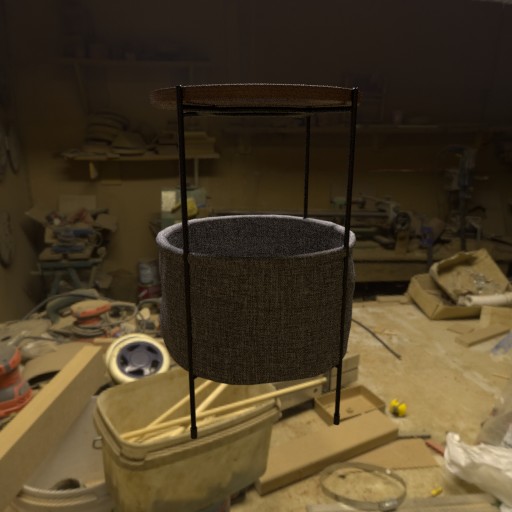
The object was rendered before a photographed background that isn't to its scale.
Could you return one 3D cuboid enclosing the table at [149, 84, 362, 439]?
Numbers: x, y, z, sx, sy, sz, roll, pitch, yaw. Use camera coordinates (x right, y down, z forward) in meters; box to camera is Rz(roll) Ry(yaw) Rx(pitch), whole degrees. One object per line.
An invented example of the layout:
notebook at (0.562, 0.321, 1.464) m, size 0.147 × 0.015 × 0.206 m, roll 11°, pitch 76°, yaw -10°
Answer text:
table at (0.000, 0.000, 0.906) m, size 0.400 × 0.623 × 0.400 m, roll -2°, pitch 16°, yaw -8°
